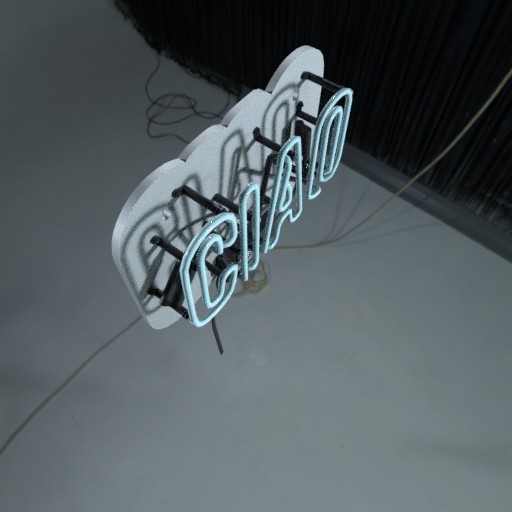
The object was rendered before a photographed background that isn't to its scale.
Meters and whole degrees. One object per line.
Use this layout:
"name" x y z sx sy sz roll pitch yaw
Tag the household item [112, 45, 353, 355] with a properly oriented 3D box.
"household item" 0.000 0.000 0.382 0.042 0.294 0.211 33 64 19
